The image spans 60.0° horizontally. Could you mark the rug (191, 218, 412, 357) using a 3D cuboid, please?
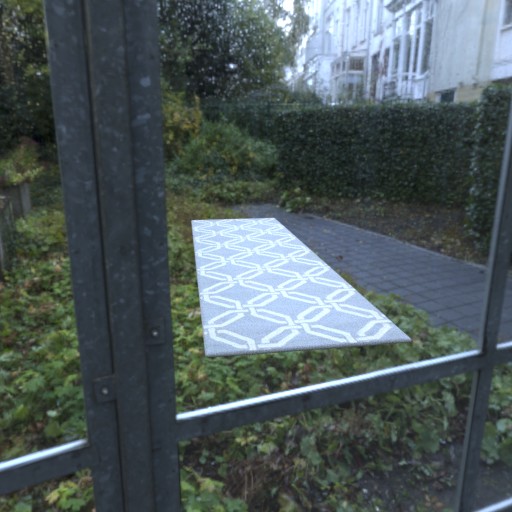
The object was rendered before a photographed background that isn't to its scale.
[{"bbox_3d":[0.000,0.000,2.492,0.678,0.014,2.276,-2,15,-9],"label":"rug"}]
